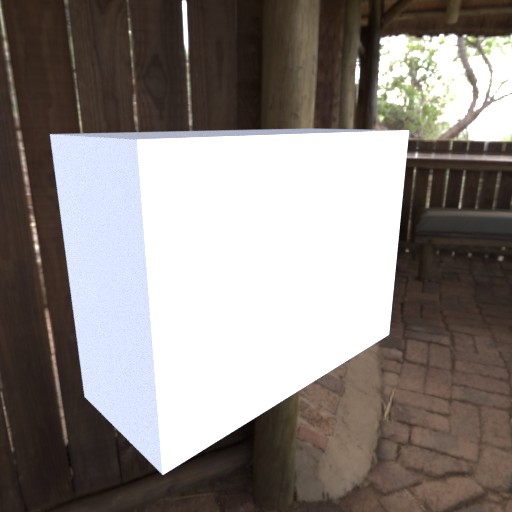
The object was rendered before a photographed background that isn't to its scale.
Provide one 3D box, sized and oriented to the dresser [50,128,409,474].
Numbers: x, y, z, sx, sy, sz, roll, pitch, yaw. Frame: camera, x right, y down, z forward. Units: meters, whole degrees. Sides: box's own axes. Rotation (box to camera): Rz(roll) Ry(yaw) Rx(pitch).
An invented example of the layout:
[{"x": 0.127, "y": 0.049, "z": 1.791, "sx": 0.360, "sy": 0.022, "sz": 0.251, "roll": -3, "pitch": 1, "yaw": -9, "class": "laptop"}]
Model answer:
[{"x": 0.000, "y": 0.000, "z": 1.522, "sx": 1.100, "sy": 0.820, "sz": 0.460, "roll": -16, "pitch": 23, "yaw": -42, "class": "dresser"}]
